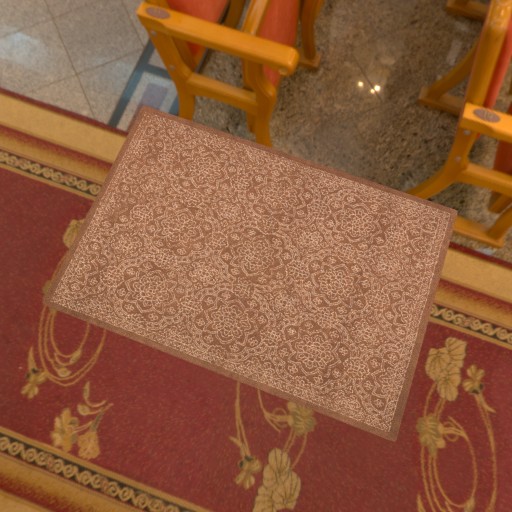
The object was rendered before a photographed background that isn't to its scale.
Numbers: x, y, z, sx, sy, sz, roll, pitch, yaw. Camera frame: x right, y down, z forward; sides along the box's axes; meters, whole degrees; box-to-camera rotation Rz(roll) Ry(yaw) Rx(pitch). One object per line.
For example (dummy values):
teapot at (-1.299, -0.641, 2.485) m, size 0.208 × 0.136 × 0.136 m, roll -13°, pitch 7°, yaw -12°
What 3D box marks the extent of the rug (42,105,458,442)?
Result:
rug at (0.000, 0.000, 2.850) m, size 2.286 × 0.011 × 1.524 m, roll 20°, pitch 75°, yaw 5°
